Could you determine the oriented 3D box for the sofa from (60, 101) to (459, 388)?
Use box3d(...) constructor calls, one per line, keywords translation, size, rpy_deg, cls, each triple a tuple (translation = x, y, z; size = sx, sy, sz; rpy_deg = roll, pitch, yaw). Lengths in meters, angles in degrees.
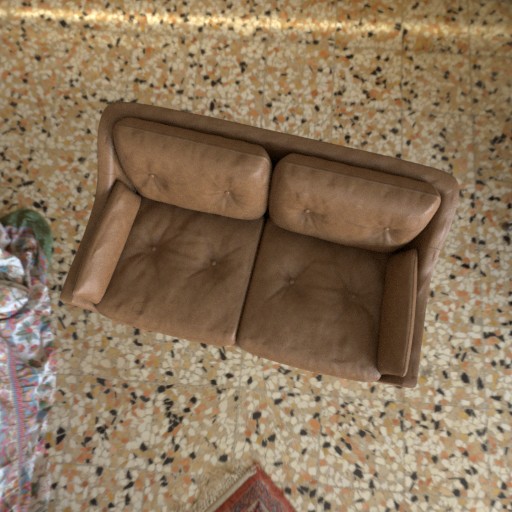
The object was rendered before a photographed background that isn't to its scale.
box3d(translation=(0.000, 0.000, 2.264), size=(1.731, 0.886, 0.981), rpy_deg=(13, 76, 3), cls="sofa")
